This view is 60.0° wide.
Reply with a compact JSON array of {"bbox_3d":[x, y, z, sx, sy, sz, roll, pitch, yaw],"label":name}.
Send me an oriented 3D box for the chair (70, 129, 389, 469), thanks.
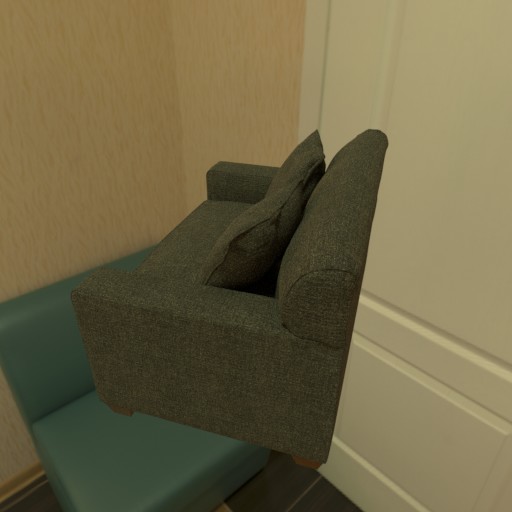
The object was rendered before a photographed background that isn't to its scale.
[{"bbox_3d":[0.000,0.000,2.044,1.000,0.948,1.383,9,33,15],"label":"chair"}]
